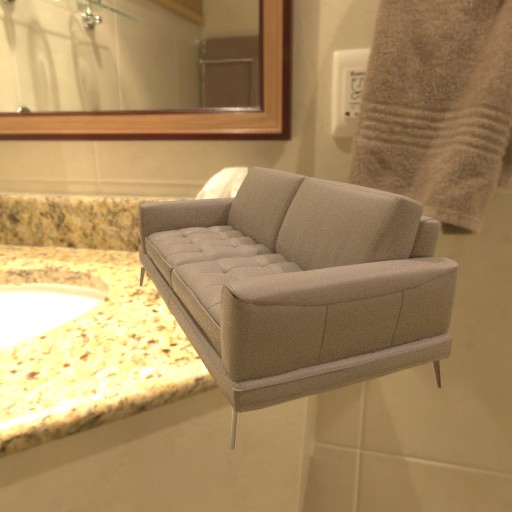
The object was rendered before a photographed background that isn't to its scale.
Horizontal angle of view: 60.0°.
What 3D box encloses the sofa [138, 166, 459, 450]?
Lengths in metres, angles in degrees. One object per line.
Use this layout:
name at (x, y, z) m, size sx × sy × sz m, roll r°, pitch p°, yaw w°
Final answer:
sofa at (0.000, 0.000, 2.690) m, size 1.121 × 0.930 × 2.177 m, roll -7°, pitch 18°, yaw -22°
